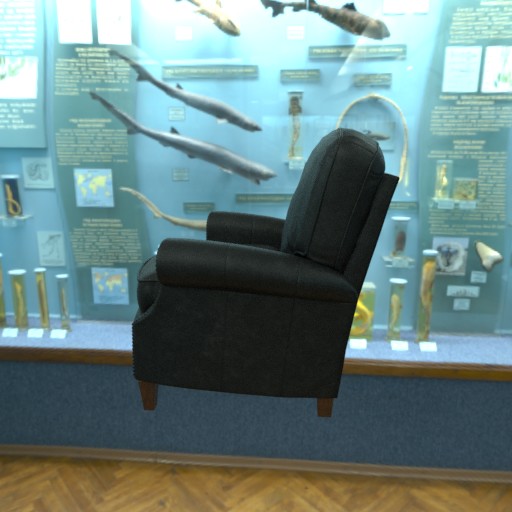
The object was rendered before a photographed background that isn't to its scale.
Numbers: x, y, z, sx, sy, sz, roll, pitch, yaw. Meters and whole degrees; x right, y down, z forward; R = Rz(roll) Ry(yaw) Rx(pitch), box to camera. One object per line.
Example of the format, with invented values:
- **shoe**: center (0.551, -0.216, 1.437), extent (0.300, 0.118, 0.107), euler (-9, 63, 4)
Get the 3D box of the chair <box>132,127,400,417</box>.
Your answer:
- **chair**: center (0.000, 0.000, 1.845), extent (0.986, 1.018, 0.936), euler (1, 13, 6)
